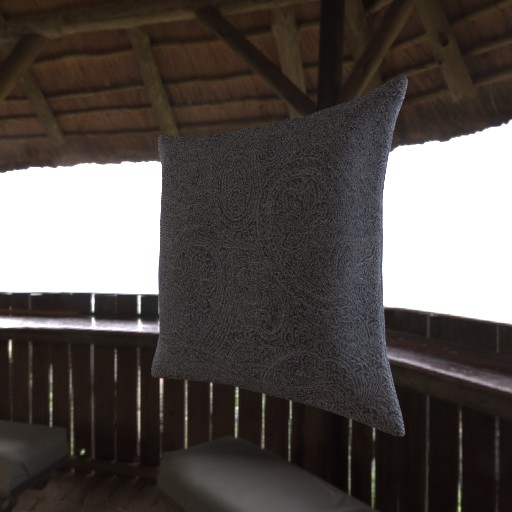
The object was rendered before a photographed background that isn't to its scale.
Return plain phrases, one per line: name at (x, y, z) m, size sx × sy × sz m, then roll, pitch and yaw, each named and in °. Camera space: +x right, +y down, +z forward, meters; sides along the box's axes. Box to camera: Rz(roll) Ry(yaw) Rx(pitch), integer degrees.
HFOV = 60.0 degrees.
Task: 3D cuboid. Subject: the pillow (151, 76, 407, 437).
pillow at (0.000, 0.000, 0.777) m, size 0.523 × 0.510 × 0.166 m, roll -1°, pitch -1°, yaw 36°
